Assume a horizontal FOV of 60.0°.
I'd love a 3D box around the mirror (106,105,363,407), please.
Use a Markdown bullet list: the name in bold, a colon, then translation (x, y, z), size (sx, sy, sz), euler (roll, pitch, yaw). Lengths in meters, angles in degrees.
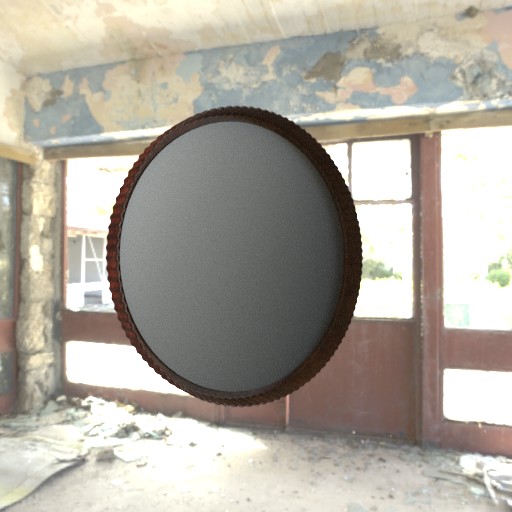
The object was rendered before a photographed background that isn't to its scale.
- **mirror**: translation (0.000, 0.000, 0.929), size (0.609, 0.609, 0.056), euler (1, -1, -36)
